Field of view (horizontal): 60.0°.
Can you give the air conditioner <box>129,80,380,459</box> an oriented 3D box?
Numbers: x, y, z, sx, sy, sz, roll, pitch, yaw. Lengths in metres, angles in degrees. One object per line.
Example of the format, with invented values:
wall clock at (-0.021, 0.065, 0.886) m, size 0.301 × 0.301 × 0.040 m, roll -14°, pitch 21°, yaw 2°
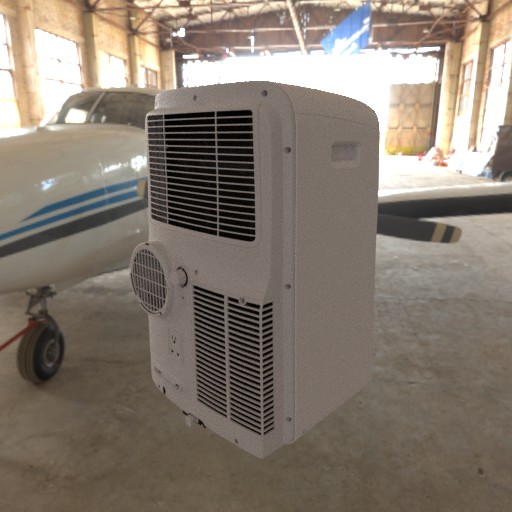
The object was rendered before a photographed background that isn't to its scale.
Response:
air conditioner at (0.000, 0.000, 1.094) m, size 0.467 × 0.765 × 0.478 m, roll -14°, pitch 21°, yaw -43°
